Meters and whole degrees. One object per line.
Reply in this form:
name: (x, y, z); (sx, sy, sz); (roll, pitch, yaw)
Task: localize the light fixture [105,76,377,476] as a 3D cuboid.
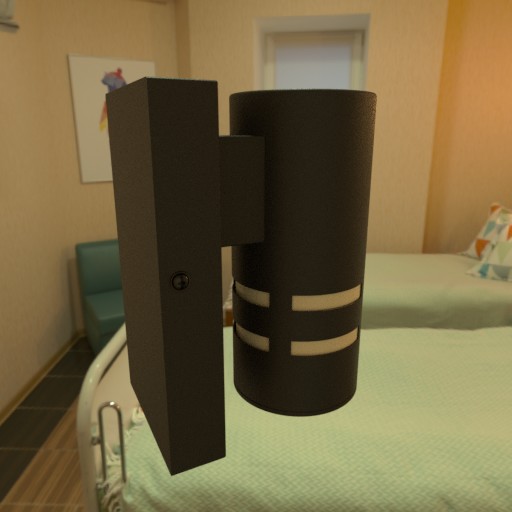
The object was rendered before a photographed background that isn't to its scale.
light fixture: (0.000, 0.000, 0.257); (0.138, 0.179, 0.098); (-8, 18, -26)
